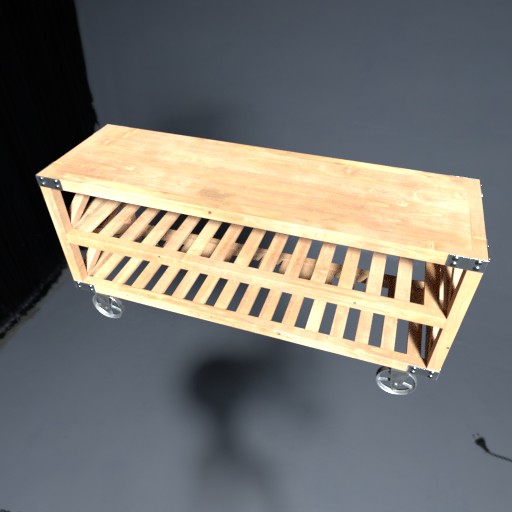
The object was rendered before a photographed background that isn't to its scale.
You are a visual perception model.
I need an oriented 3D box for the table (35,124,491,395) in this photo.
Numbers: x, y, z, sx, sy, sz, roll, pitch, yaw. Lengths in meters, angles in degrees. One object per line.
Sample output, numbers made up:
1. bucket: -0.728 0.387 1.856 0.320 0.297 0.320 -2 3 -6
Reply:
1. table: 0.000 0.000 1.763 1.487 0.711 0.467 12 41 14
